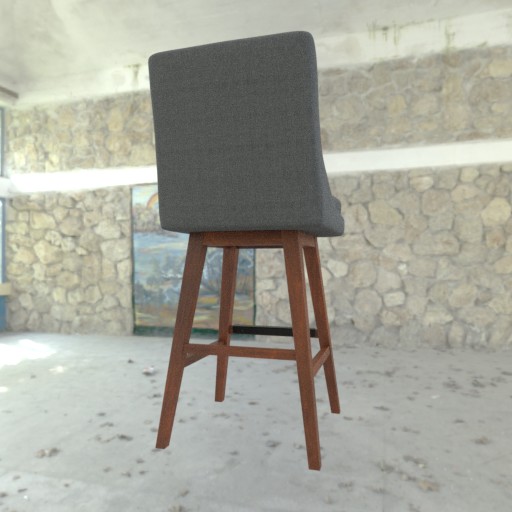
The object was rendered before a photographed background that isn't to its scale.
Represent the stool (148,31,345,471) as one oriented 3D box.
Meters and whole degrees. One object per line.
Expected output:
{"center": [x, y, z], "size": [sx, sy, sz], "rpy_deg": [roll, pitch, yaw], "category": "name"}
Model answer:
{"center": [0.000, 0.000, 1.235], "size": [0.447, 0.977, 0.524], "rpy_deg": [0, -1, 17], "category": "stool"}
